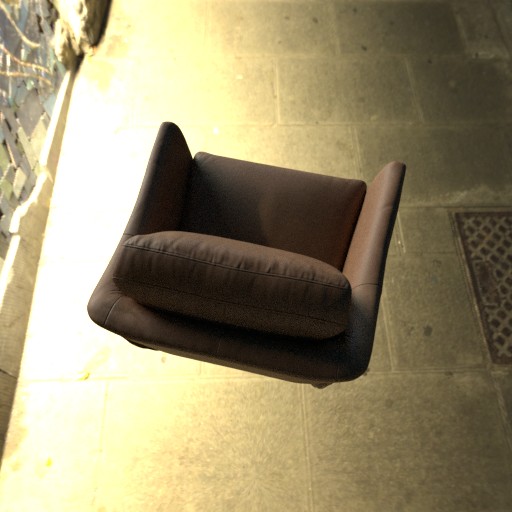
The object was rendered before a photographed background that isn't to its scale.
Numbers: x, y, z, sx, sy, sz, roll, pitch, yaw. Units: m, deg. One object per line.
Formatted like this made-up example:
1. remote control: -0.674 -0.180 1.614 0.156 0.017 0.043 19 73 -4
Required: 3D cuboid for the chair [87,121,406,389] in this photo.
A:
1. chair: 0.000 0.000 1.683 0.988 0.895 0.963 11 64 6
